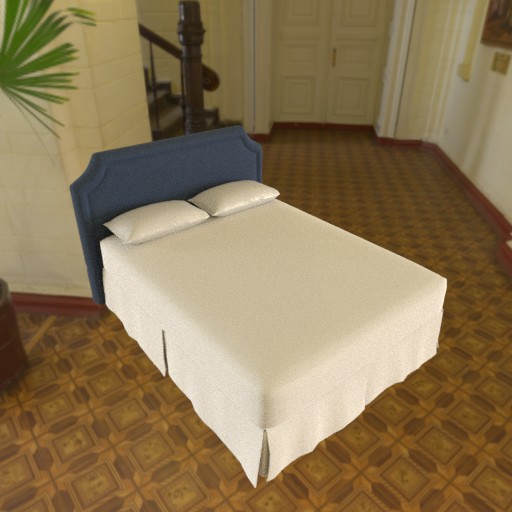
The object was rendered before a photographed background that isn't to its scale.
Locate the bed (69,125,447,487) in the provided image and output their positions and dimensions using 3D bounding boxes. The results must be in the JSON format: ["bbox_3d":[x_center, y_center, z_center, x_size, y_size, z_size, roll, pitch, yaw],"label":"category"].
[{"bbox_3d":[0.000,0.000,3.272,1.831,1.297,2.260,-22,37,-33],"label":"bed"}]
